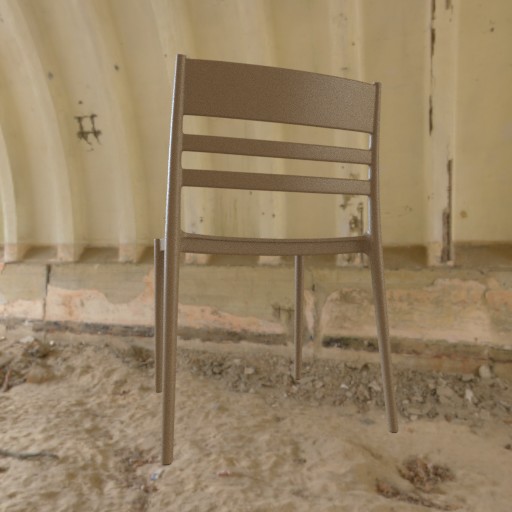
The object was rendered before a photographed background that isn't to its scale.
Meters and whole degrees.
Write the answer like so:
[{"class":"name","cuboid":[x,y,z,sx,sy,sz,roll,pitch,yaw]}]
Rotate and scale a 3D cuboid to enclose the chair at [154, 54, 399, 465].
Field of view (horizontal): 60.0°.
[{"class":"chair","cuboid":[0.000,0.000,1.149,0.531,0.800,0.511,0,0,-18]}]
